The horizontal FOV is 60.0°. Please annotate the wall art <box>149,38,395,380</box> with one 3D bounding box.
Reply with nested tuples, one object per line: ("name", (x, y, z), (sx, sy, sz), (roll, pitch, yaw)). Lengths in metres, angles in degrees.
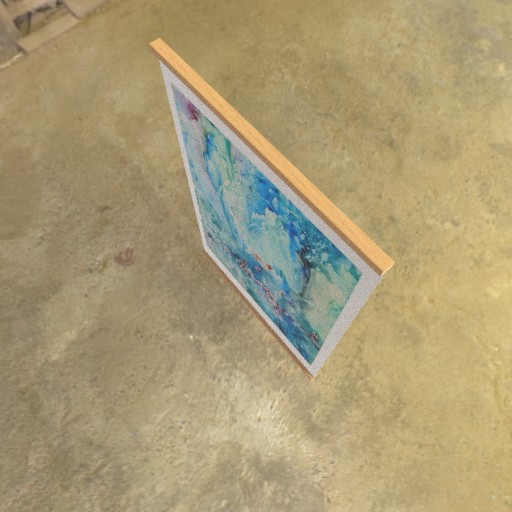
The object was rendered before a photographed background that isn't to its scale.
("wall art", (0.000, 0.000, 1.895), (0.040, 1.510, 0.991), (-37, 70, -16))
